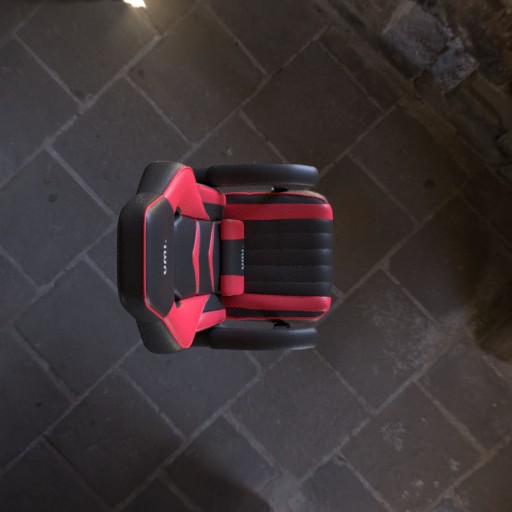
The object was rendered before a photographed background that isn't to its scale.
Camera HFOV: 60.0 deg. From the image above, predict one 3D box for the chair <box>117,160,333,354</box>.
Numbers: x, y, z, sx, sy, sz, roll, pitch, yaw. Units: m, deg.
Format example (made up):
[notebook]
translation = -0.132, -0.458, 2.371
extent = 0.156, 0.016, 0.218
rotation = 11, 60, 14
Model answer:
[chair]
translation = 0.000, 0.000, 1.670
extent = 0.700, 1.220, 0.700
rotation = 0, 90, 0
